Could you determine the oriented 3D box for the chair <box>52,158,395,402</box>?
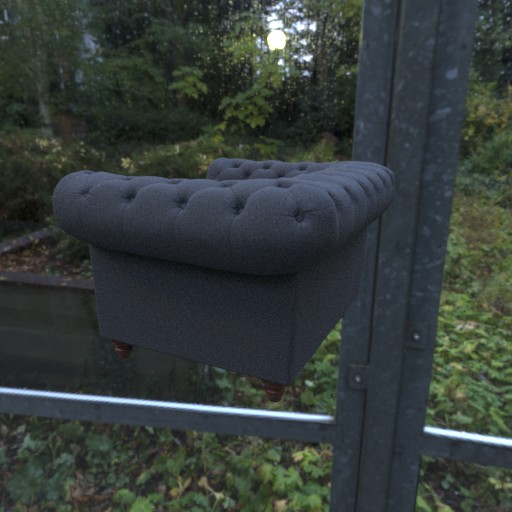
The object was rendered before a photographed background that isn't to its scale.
[{"bbox_3d":[0.000,0.000,1.914,0.976,0.770,1.270,8,17,25],"label":"chair"}]
